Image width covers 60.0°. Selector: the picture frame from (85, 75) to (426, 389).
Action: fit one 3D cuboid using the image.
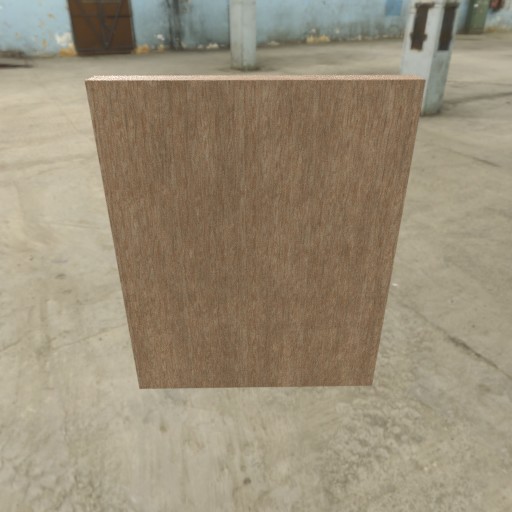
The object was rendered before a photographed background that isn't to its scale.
[{"bbox_3d":[0.000,0.000,0.699,0.424,0.526,0.043,-1,29,-1],"label":"picture frame"}]
